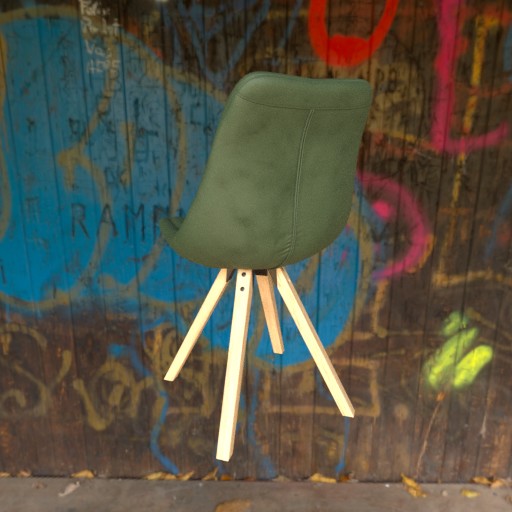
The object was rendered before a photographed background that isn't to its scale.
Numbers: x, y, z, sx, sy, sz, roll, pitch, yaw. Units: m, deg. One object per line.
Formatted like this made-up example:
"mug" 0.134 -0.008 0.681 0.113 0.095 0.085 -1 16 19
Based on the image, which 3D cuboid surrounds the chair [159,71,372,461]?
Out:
"chair" 0.000 0.000 1.211 0.483 0.865 0.547 -8 17 -26
